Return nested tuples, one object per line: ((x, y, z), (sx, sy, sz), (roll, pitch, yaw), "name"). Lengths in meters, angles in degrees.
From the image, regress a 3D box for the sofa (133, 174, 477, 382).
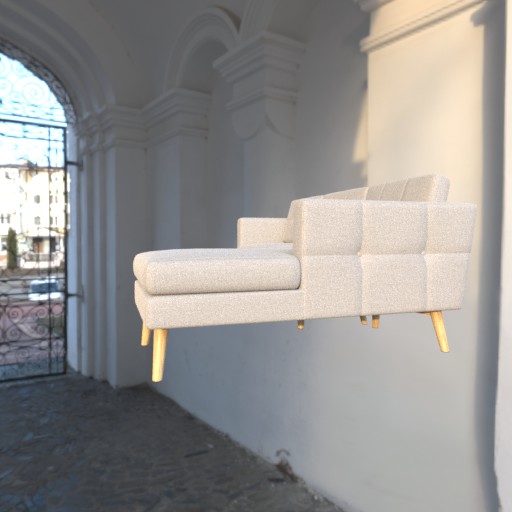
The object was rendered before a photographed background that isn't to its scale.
((0.000, 0.000, 2.790), (1.530, 0.860, 2.040), (-1, 3, -18), "sofa")
